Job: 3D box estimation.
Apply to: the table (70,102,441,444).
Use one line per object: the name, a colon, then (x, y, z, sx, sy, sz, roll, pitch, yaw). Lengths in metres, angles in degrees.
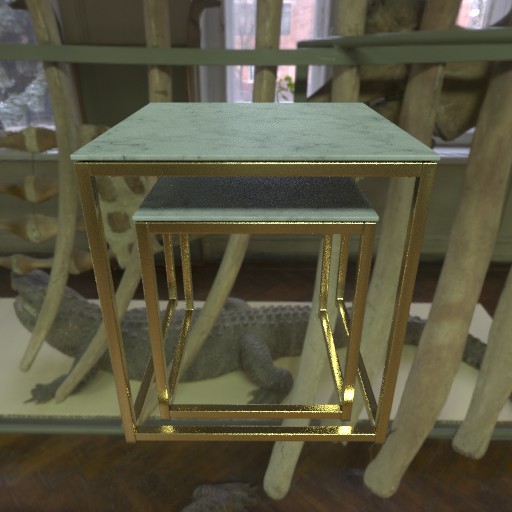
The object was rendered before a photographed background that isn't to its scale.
table: (0.000, 0.000, 0.849, 0.450, 0.500, 0.450, 0, 27, 0)
